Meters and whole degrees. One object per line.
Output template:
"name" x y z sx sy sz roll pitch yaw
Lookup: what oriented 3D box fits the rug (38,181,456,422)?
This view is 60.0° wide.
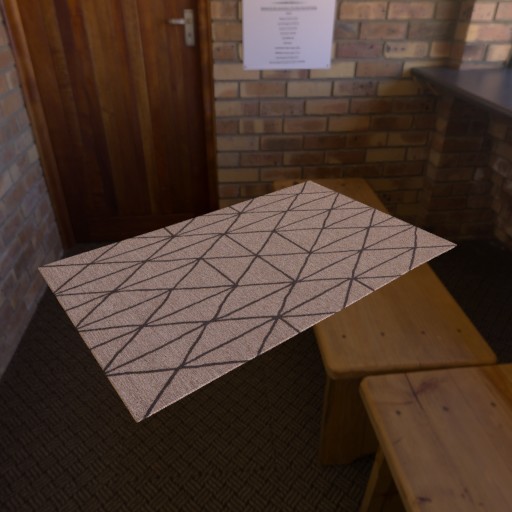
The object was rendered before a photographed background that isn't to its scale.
"rug" 0.000 0.000 3.052 2.465 0.008 1.526 -22 38 -31
